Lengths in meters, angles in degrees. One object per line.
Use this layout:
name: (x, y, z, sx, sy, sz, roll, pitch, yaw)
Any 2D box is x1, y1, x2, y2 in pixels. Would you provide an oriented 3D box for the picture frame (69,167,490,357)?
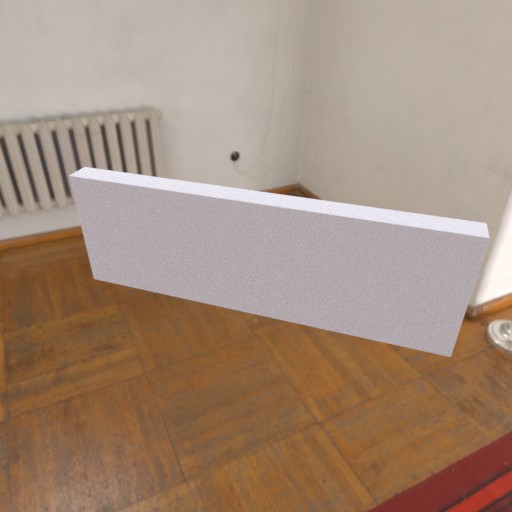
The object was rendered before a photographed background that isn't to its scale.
picture frame: (0.000, 0.000, 0.856, 0.759, 0.250, 0.050, 10, 34, 16)
